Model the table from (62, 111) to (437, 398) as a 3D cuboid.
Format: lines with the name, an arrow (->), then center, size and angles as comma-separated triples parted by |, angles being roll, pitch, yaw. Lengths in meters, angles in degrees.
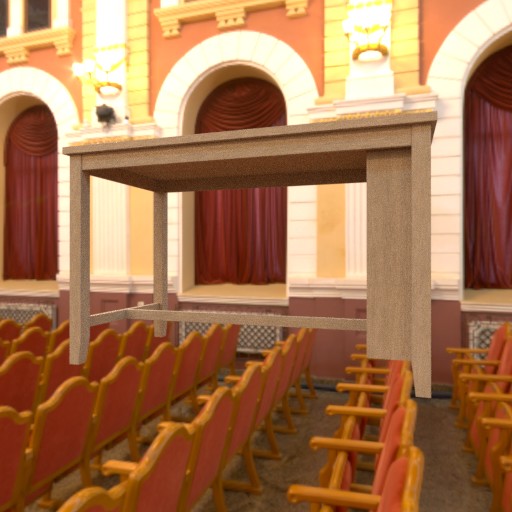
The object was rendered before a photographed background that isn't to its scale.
table -> 0.000, 0.000, 1.904 | 1.397, 0.874, 0.729 | 0, 0, 18
